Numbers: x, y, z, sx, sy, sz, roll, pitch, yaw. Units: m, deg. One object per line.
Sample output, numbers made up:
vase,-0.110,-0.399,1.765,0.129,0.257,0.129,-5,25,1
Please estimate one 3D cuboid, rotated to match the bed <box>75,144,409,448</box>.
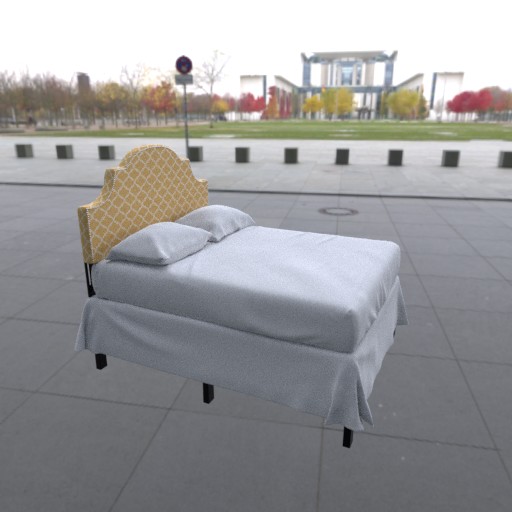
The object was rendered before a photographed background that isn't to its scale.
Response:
bed,0.000,0.000,3.439,2.222,1.633,1.780,8,19,25
